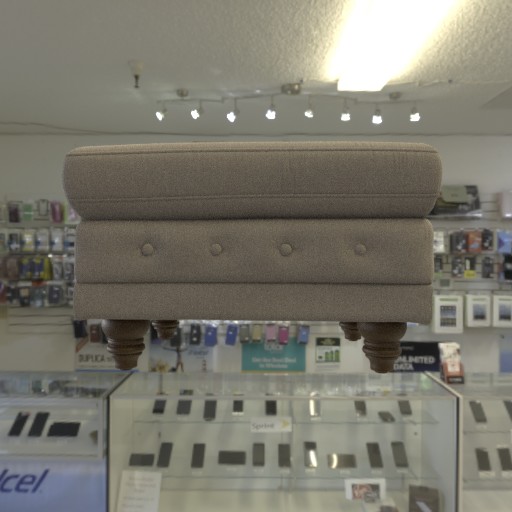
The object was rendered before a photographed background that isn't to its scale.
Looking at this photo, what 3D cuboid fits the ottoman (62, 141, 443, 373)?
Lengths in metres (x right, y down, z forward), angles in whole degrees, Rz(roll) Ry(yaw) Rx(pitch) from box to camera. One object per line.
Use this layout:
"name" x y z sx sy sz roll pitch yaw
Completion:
"ottoman" 0.000 0.000 1.146 0.771 0.500 0.569 0 0 3
